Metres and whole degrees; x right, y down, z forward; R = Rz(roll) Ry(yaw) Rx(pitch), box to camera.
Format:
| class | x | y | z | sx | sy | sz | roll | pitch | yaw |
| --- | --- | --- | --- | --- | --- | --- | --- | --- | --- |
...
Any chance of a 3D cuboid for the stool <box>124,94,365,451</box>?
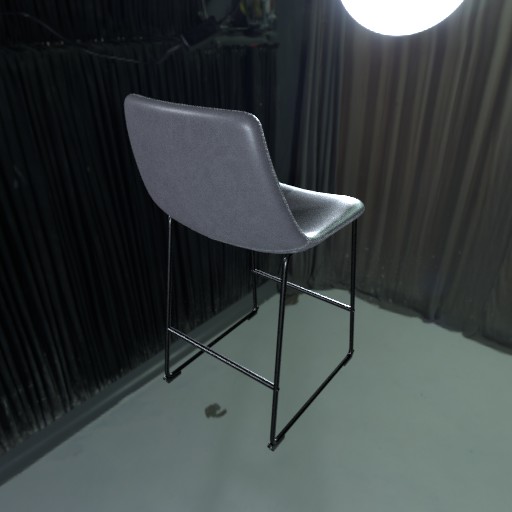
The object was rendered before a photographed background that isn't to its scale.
| class | x | y | z | sx | sy | sz | roll | pitch | yaw |
| --- | --- | --- | --- | --- | --- | --- | --- | --- | --- |
| stool | 0.000 | 0.000 | 1.209 | 0.470 | 0.876 | 0.546 | 21 | 35 | 32 |
